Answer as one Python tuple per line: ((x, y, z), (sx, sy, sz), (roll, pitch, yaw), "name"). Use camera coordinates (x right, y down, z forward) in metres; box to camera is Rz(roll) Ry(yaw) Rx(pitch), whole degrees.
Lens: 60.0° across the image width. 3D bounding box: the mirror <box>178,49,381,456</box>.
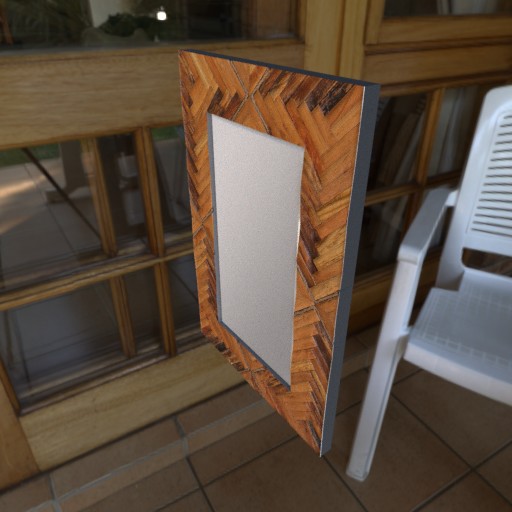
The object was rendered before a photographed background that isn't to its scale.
((0.000, 0.000, 1.134), (0.044, 0.912, 0.606), (-21, 37, -31), "mirror")
